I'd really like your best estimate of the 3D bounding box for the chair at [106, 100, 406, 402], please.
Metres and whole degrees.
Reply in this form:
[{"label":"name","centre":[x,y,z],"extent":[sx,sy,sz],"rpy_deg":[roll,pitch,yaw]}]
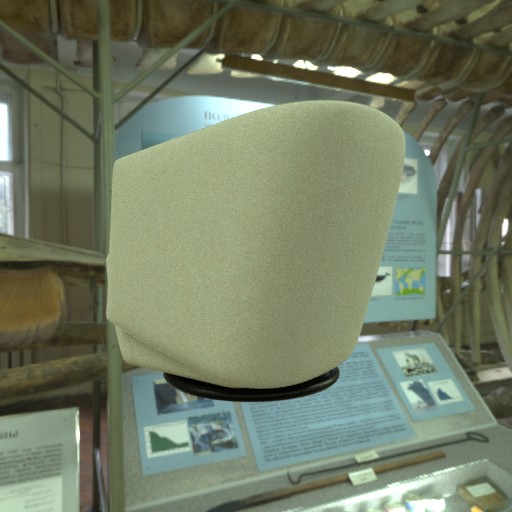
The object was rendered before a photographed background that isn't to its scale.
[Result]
[{"label":"chair","centre":[0.000,0.000,1.610],"extent":[0.986,0.861,0.822],"rpy_deg":[1,2,36]}]
